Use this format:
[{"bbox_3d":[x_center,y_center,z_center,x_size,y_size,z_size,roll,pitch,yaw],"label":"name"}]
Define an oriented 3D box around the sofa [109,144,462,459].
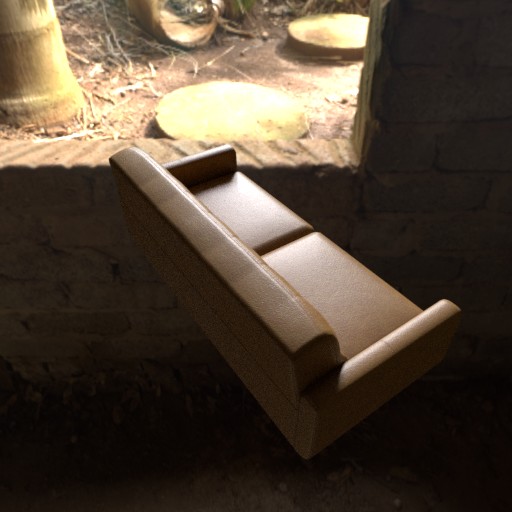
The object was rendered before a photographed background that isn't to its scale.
[{"bbox_3d":[0.000,0.000,2.683,0.980,0.892,2.137,-24,46,-26],"label":"sofa"}]
